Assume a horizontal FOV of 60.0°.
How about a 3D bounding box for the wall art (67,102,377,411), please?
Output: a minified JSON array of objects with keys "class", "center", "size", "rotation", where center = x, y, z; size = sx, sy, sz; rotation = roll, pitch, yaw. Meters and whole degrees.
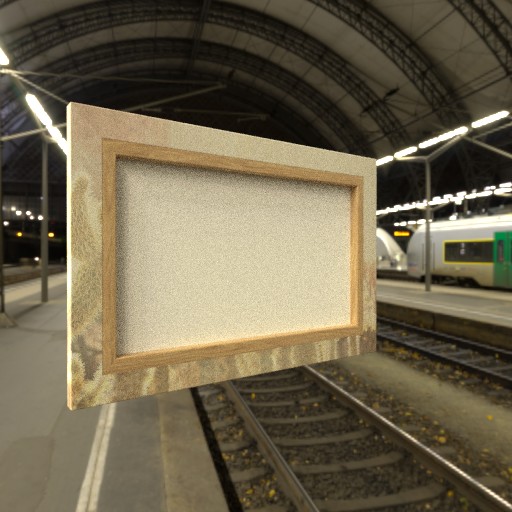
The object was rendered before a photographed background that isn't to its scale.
[{"class":"wall art","center":[0.000,0.000,1.433],"size":[1.142,0.758,0.041],"rotation":[0,0,-36]}]
